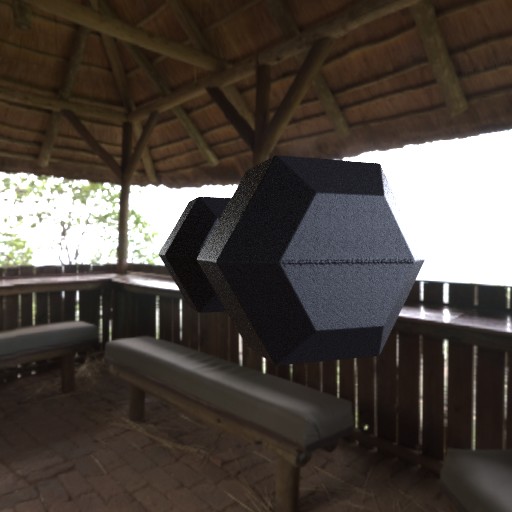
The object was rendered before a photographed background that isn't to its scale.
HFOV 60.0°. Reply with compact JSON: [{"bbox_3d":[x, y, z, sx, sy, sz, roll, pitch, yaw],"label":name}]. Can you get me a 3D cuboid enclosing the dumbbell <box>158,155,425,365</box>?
[{"bbox_3d":[0.000,0.000,0.445,0.157,0.137,0.361,0,1,-19],"label":"dumbbell"}]
